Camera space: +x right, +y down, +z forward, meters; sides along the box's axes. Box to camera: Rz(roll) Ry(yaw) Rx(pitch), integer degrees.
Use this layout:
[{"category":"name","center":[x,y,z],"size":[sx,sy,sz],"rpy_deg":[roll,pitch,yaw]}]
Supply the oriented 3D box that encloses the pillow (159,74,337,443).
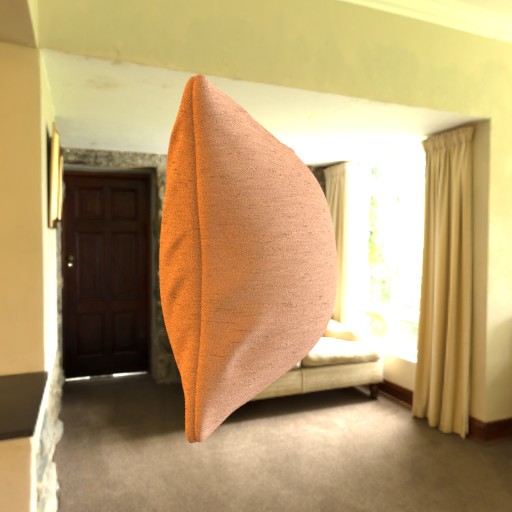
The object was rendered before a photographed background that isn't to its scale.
[{"category":"pillow","center":[0.000,0.000,0.689],"size":[0.246,0.415,0.432],"rpy_deg":[1,2,19]}]
